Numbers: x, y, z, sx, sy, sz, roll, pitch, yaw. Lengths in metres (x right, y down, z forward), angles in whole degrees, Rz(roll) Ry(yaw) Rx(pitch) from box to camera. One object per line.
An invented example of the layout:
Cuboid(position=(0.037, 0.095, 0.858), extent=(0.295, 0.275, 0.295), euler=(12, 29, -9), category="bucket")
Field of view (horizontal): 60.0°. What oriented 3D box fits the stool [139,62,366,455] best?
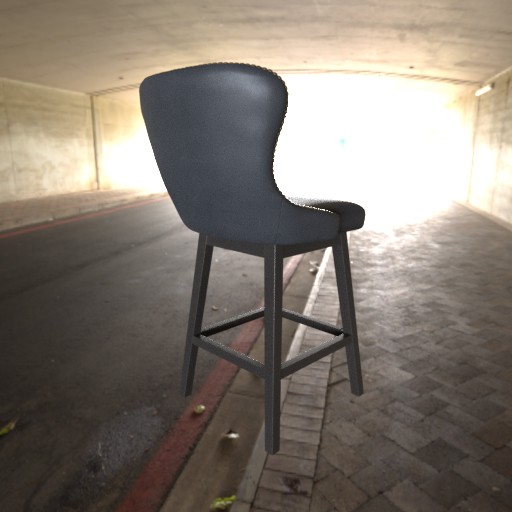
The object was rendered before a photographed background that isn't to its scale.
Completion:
Cuboid(position=(0.000, 0.000, 1.318), extent=(0.593, 0.971, 0.528), euler=(-13, 18, -43), category="stool")
